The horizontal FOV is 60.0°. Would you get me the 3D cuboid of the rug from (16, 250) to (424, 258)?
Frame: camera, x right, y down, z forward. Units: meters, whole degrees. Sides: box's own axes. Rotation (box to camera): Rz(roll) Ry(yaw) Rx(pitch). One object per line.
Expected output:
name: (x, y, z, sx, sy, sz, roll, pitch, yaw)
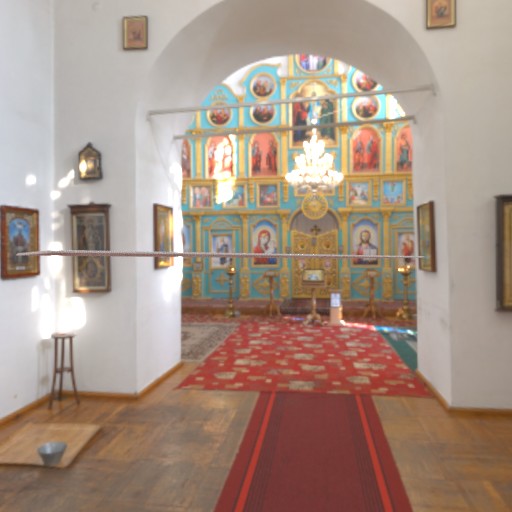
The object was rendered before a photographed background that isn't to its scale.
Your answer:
rug: (0.000, 0.000, 2.485, 2.294, 0.011, 0.666, 1, -1, -37)
